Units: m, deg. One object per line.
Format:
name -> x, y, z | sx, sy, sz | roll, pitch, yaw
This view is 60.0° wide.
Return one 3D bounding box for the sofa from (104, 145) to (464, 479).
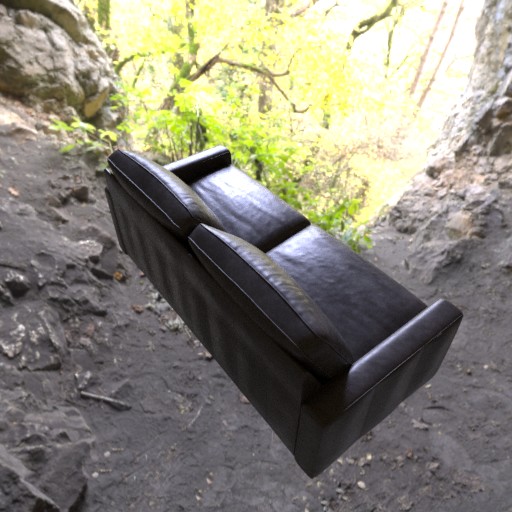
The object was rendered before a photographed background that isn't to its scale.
sofa -> 0.000, 0.000, 2.565 | 0.939, 0.916, 2.081 | -28, 49, -27
